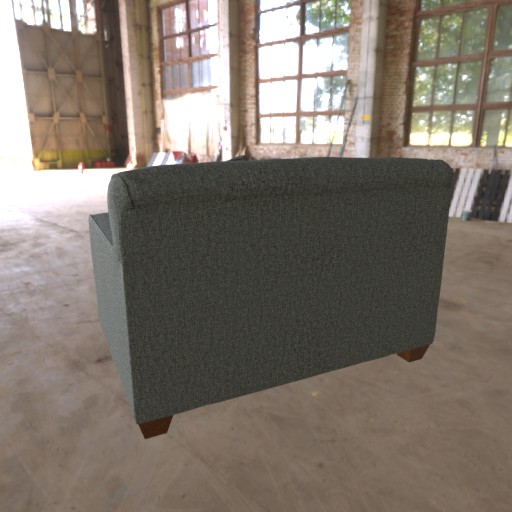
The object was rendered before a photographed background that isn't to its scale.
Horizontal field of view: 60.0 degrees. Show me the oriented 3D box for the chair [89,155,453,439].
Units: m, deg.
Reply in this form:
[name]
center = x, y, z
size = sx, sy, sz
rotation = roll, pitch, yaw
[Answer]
[chair]
center = 0.000, 0.000, 2.075
size = 1.383, 0.948, 1.000
rotation = -7, 17, -25
